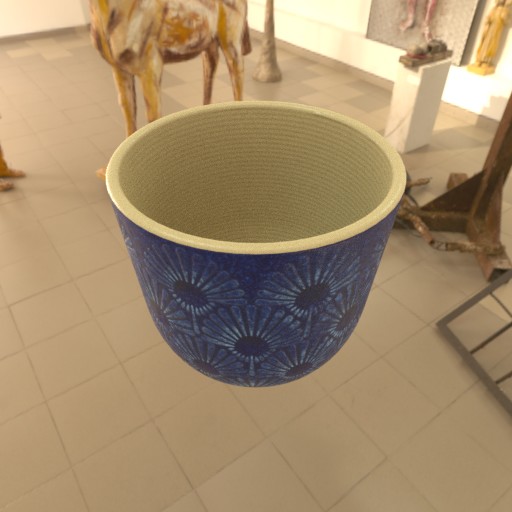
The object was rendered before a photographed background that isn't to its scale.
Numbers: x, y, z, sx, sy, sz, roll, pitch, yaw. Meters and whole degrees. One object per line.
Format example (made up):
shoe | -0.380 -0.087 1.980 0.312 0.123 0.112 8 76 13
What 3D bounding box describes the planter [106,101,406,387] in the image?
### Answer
planter | 0.000 0.000 0.306 0.170 0.153 0.170 0 41 0
